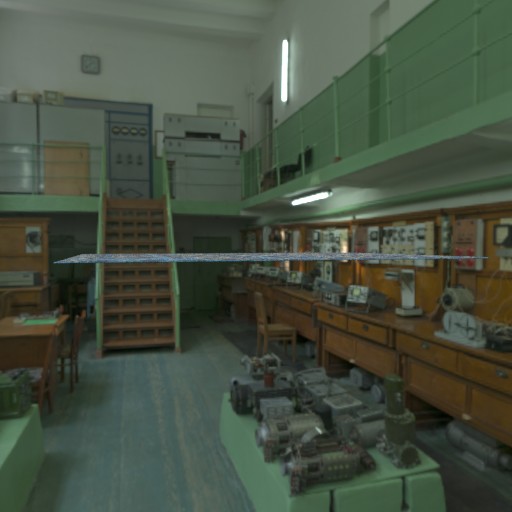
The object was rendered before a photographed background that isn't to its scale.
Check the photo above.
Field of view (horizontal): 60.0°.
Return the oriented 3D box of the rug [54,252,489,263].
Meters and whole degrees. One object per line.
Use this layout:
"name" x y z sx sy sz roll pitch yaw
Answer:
"rug" 0.000 0.000 4.263 3.291 0.013 2.337 0 1 -18
